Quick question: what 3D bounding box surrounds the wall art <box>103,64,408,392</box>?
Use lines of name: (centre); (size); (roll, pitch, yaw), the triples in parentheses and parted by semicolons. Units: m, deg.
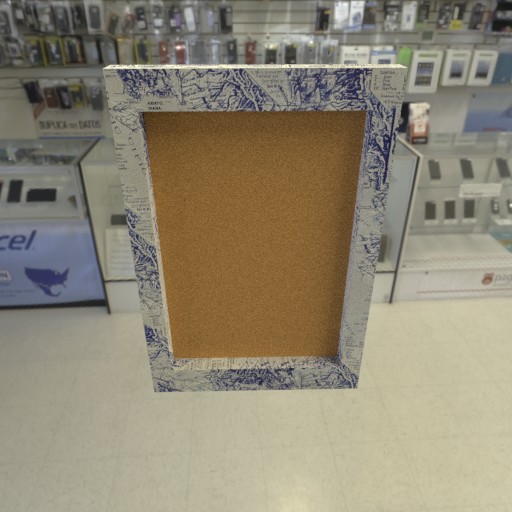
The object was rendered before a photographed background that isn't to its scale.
wall art: (0.000, 0.000, 0.758); (0.408, 0.601, 0.040); (-1, 30, -1)
